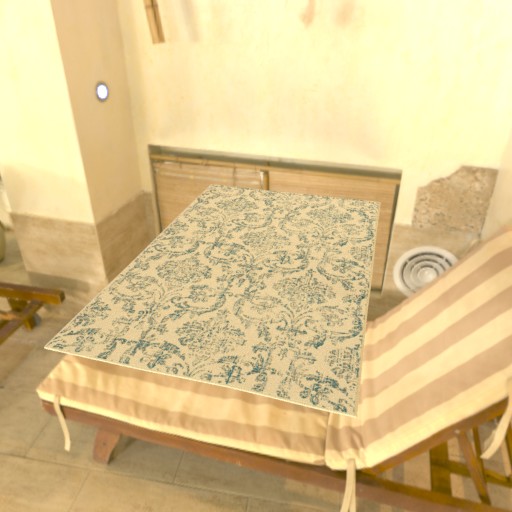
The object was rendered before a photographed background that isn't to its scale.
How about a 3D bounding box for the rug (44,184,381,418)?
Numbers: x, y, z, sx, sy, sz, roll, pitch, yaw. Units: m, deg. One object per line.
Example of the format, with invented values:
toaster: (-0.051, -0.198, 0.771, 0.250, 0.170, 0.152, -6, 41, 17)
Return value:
rug: (0.000, 0.000, 3.531, 1.819, 0.018, 2.746, 8, 31, 14)
